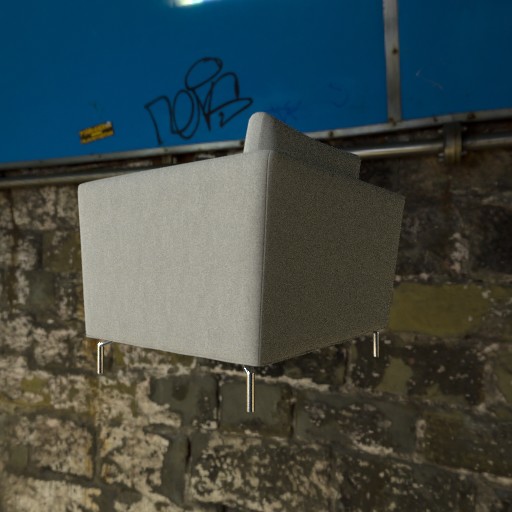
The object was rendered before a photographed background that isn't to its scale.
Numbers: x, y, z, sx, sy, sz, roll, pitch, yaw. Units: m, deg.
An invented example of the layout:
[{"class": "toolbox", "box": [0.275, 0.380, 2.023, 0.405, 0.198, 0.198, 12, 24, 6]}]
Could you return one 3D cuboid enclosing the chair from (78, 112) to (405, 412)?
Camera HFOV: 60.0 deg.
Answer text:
[{"class": "chair", "box": [0.000, 0.000, 1.765, 0.889, 0.864, 1.041, -1, -1, 37]}]
